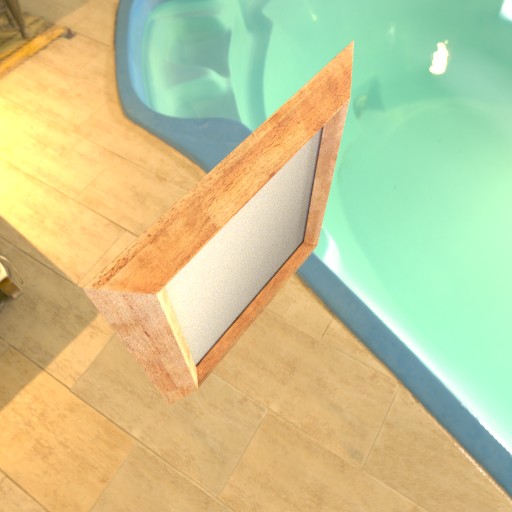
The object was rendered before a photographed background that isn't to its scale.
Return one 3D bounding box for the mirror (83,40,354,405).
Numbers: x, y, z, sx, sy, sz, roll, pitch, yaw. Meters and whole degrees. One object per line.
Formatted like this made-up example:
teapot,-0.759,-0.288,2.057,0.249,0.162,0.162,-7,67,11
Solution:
mirror,0.000,0.000,0.960,0.047,0.651,0.651,34,65,18
